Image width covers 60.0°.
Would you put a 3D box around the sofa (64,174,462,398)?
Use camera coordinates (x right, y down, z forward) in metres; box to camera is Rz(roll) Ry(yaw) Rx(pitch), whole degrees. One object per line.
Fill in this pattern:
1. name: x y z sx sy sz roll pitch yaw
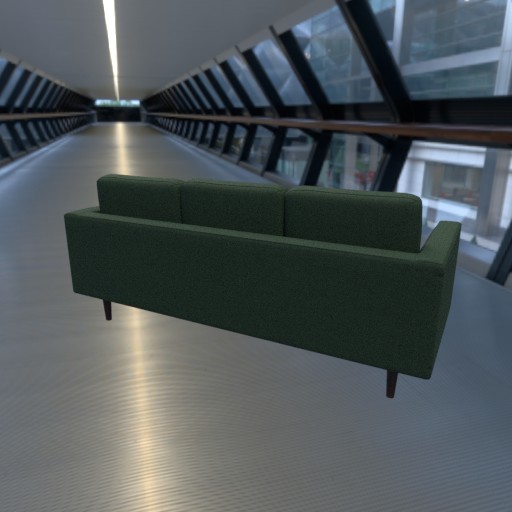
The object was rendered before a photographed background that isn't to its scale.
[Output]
1. sofa: 0.000 0.000 2.508 2.029 0.899 0.879 9 19 27
